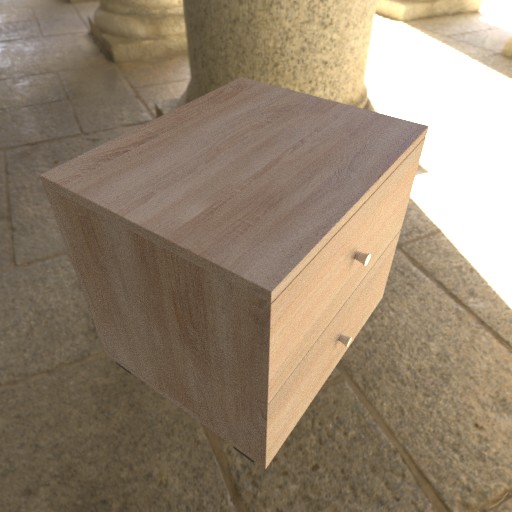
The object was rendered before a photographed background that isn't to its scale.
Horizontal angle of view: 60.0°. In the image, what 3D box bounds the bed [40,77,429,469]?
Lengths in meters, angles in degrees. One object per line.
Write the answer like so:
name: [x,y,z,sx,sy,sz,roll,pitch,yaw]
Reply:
bed: [0.000,0.000,0.797,0.401,0.420,0.460,25,47,26]
